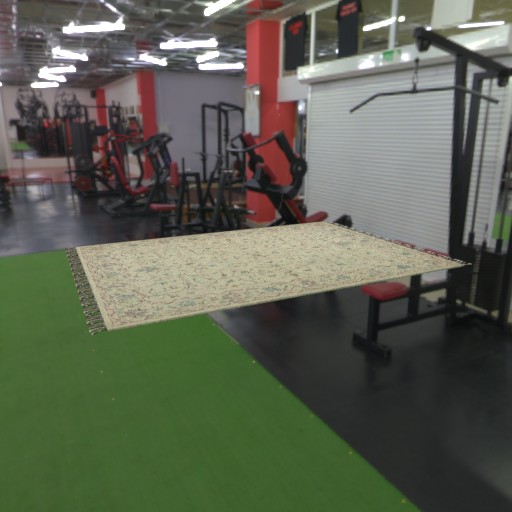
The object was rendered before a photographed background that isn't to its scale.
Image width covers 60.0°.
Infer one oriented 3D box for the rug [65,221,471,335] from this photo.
[{"bbox_3d":[0.000,0.000,2.354,1.802,0.008,1.247,-8,17,-25],"label":"rug"}]
